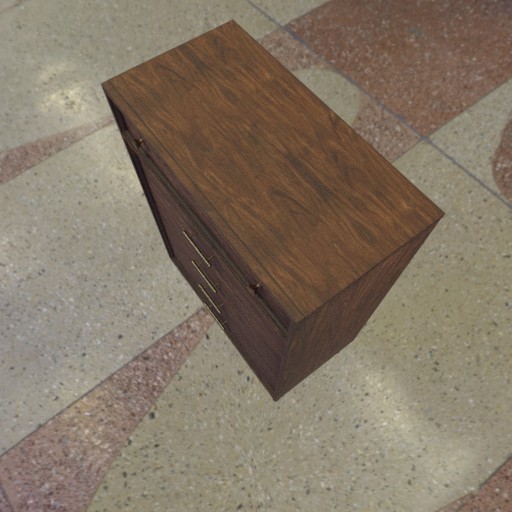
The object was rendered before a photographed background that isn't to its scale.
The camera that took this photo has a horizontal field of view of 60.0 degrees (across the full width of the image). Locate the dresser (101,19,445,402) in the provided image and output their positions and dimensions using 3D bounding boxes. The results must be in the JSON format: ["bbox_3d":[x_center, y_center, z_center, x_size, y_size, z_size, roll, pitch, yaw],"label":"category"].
[{"bbox_3d":[0.000,0.000,1.818,0.498,1.365,0.919,-34,68,-15],"label":"dresser"}]
